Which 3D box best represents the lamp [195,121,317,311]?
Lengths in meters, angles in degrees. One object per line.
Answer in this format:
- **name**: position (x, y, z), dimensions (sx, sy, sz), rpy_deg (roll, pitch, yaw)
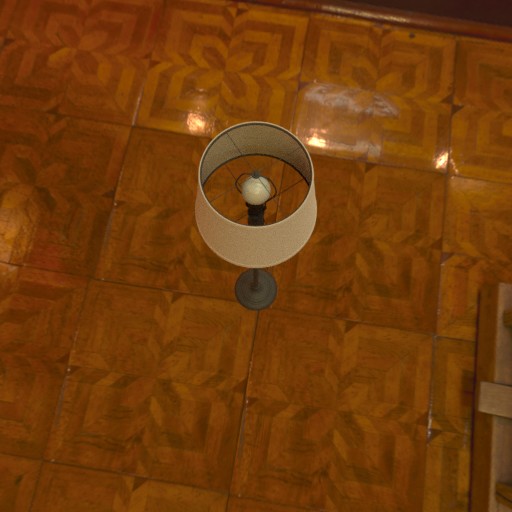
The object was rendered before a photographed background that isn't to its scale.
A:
- **lamp**: position (0.000, 0.000, 1.703), dimensions (0.327, 1.506, 0.327), rpy_deg (11, 76, 3)
